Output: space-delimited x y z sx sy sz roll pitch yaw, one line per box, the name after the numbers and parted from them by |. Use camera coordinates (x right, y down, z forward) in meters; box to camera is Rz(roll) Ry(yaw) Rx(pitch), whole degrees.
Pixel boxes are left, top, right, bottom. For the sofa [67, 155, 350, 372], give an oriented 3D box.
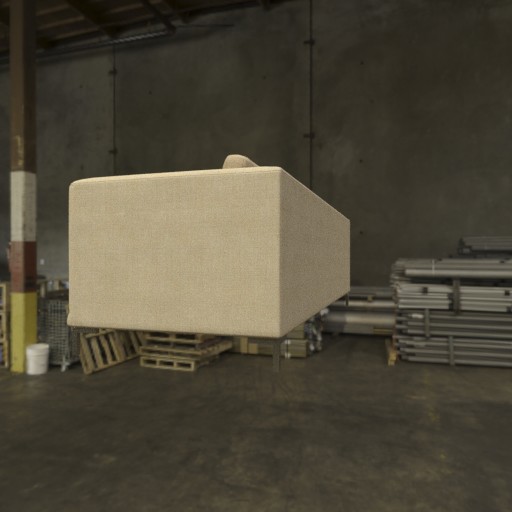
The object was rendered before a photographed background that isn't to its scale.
0.000 0.000 2.914 0.969 0.867 2.415 0 0 18 | sofa
